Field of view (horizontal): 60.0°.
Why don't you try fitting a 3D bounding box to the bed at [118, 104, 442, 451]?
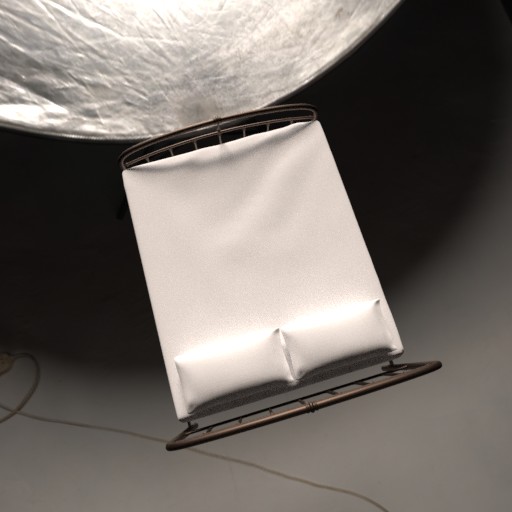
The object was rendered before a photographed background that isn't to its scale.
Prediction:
[{"bbox_3d":[0.000,0.000,3.275,1.711,1.425,2.180,-16,75,-4],"label":"bed"}]
